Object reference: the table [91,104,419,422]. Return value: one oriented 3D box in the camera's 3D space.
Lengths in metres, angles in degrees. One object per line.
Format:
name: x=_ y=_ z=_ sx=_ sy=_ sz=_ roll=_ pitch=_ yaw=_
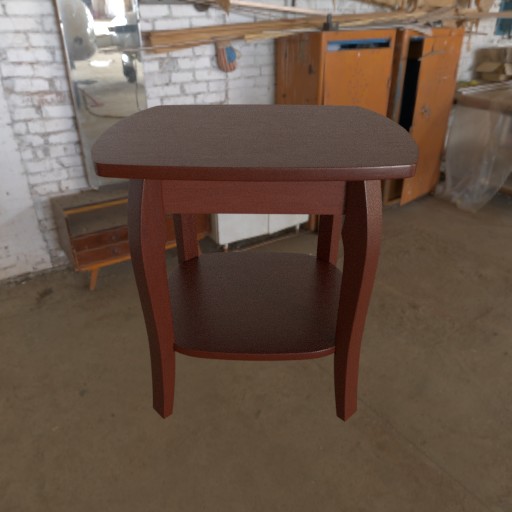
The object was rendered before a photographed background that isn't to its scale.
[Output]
table: x=0.000 y=0.000 z=0.870 sx=0.502 sy=0.496 sz=0.433 roll=1 pitch=29 yaw=1
